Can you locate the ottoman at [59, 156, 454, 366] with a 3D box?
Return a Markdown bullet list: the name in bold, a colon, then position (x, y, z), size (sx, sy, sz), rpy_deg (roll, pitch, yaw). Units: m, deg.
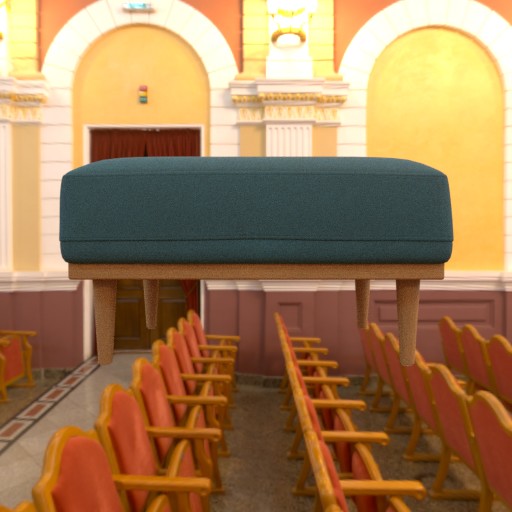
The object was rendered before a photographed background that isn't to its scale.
- **ottoman**: position (0.000, 0.000, 1.081), size (0.749, 0.428, 0.549), rpy_deg (0, 2, 0)
